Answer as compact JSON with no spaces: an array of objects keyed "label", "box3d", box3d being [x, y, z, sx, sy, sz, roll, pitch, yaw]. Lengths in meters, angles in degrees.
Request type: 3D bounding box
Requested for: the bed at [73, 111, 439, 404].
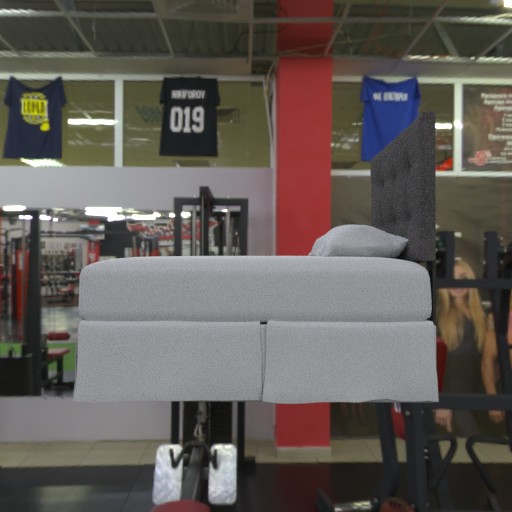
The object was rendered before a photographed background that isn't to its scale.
[{"label":"bed","box3d":[0.000,0.000,2.962,1.997,1.571,1.261,0,0,1]}]
